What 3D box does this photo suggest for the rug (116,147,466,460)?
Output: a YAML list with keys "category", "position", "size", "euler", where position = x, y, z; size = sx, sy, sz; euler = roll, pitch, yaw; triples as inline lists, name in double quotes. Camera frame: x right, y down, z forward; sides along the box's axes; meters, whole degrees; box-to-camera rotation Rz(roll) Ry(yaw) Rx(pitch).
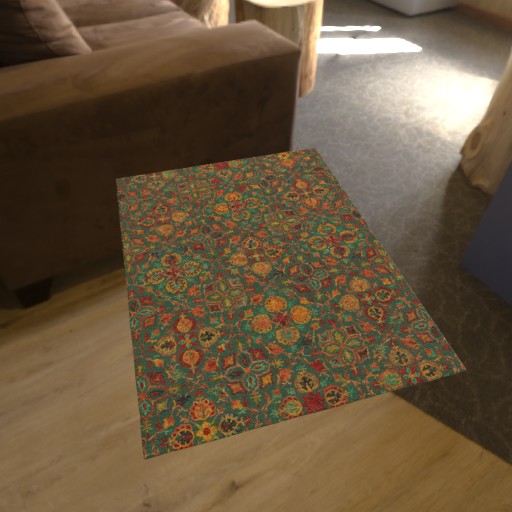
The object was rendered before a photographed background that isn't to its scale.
- category: "rug"
  position: [0.000, 0.000, 4.215]
  size: [2.434, 0.025, 3.204]
  euler: [-11, 47, -11]
